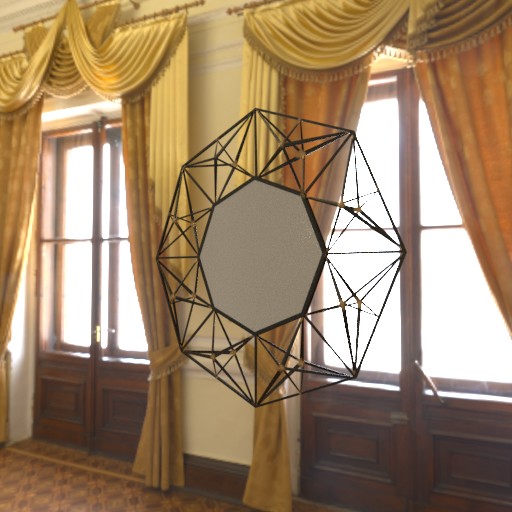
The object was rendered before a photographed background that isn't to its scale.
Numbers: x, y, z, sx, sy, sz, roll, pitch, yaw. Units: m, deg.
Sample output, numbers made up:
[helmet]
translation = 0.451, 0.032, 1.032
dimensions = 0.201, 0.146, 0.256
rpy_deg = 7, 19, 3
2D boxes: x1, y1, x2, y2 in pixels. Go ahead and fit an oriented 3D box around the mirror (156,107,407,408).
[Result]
[mirror]
translation = 0.000, 0.000, 1.049
dimensions = 0.710, 0.710, 0.094
rpy_deg = -2, -3, 37
